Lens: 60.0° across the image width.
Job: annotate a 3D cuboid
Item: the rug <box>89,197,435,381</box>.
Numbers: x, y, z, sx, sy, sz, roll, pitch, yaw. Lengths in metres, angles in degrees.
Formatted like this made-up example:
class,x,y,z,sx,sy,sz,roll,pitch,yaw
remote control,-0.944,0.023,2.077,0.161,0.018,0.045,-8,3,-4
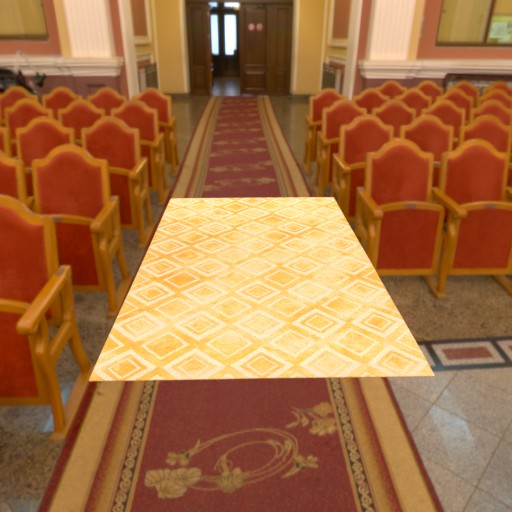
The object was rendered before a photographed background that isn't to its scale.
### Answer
class,x,y,z,sx,sy,sz,roll,pitch,yaw
rug,0.000,0.000,3.015,1.511,0.010,2.424,-1,26,-1
